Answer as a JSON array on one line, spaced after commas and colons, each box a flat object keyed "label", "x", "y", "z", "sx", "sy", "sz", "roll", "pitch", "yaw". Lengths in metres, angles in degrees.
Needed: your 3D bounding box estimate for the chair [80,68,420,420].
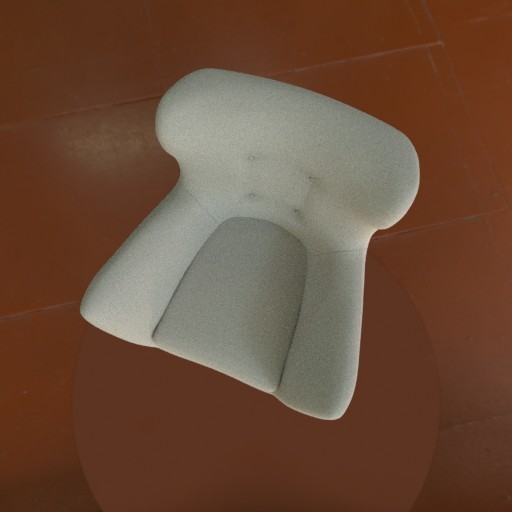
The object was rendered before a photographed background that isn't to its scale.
[{"label": "chair", "x": 0.000, "y": 0.000, "z": 1.607, "sx": 0.890, "sy": 0.889, "sz": 0.889, "roll": 21, "pitch": 75, "yaw": 6}]
